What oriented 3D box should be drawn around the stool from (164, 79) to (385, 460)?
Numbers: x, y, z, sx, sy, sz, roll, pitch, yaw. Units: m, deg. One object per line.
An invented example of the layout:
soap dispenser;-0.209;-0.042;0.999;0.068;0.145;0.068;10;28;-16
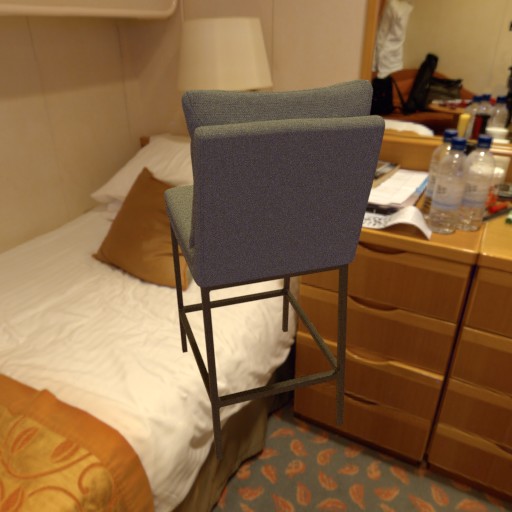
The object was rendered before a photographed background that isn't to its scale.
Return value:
stool;0.000;0.000;1.357;0.463;1.031;0.569;-9;29;-16
